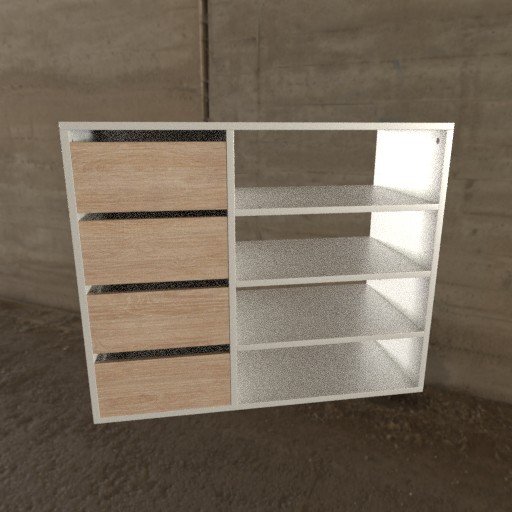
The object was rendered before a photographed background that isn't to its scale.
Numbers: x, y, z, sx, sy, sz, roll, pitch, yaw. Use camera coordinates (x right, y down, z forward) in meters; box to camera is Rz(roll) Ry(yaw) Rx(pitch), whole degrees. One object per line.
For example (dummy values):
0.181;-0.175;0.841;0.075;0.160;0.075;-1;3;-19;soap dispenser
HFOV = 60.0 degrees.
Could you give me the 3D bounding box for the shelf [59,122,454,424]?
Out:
0.000;0.000;1.277;0.895;0.732;0.396;-3;16;-9;shelf
